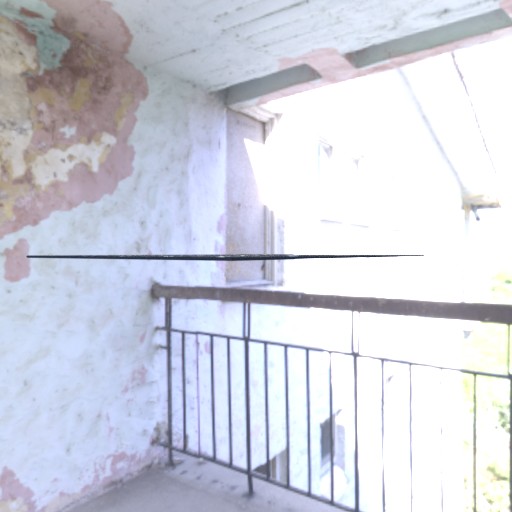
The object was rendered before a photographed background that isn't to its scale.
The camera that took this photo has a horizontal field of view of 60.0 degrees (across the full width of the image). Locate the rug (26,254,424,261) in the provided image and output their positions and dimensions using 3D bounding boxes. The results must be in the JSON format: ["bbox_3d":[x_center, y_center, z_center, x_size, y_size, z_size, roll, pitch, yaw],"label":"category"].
[{"bbox_3d":[0.000,0.000,2.948,1.526,0.014,2.290,0,1,37],"label":"rug"}]
